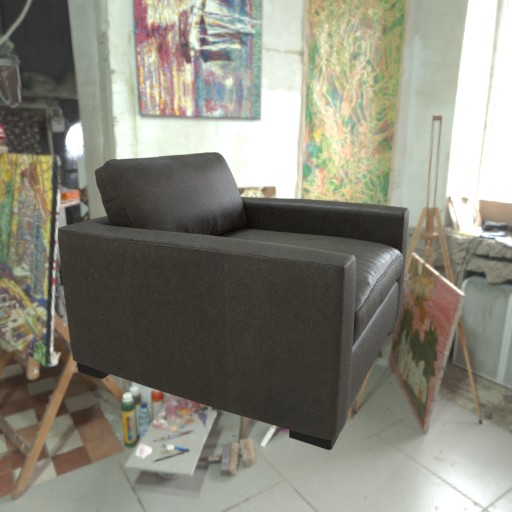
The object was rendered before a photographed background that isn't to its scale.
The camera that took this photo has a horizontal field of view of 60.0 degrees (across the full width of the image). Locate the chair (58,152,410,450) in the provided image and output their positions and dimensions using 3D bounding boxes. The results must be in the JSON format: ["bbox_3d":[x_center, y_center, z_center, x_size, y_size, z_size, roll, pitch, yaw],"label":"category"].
[{"bbox_3d":[0.000,0.000,1.824,1.080,0.807,1.106,7,17,26],"label":"chair"}]
